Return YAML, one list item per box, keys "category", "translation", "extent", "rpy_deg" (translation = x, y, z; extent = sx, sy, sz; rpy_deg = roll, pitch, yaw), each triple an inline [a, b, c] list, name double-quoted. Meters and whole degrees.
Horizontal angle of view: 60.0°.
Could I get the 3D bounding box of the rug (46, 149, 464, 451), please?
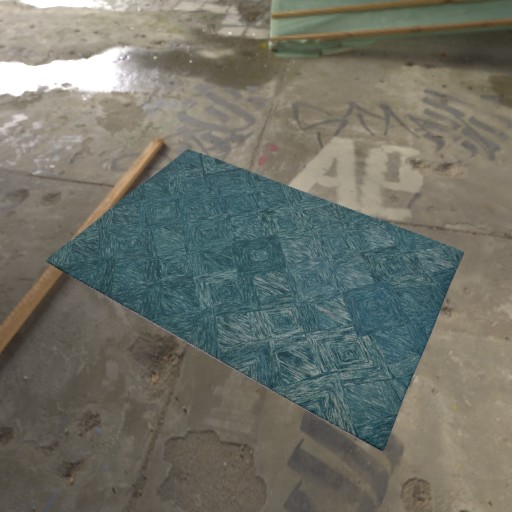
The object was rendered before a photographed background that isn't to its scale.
- category: "rug"
  translation: [0.000, 0.000, 2.173]
  extent: [1.728, 0.017, 1.136]
  rpy_deg: [24, 51, 21]
